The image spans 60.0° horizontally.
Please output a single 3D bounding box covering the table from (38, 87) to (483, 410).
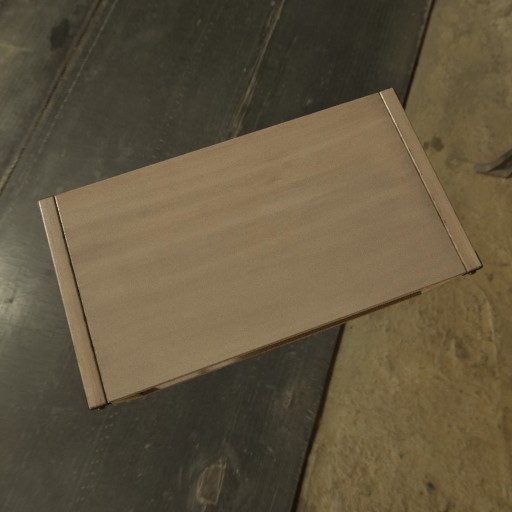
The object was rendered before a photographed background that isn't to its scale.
[{"bbox_3d":[0.000,0.000,1.336,1.016,0.456,0.559,-19,76,-5],"label":"table"}]
